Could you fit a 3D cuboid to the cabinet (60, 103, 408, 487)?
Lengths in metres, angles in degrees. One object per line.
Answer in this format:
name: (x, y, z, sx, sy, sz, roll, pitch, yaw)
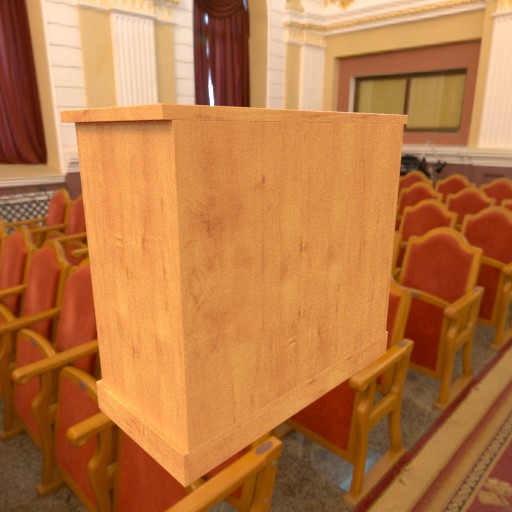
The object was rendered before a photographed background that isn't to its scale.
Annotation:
cabinet: (0.000, 0.000, 1.370, 0.920, 0.840, 0.450, -15, 22, -43)
